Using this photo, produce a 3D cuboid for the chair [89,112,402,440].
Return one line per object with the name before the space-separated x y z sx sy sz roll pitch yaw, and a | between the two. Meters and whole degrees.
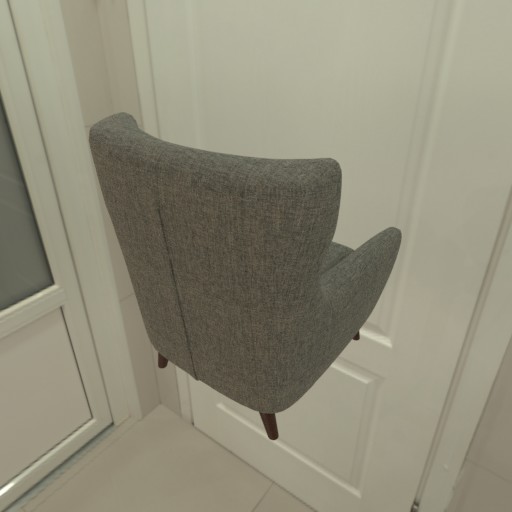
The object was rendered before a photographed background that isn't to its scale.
chair | 0.000 0.000 1.722 0.878 1.063 0.904 21 37 31
